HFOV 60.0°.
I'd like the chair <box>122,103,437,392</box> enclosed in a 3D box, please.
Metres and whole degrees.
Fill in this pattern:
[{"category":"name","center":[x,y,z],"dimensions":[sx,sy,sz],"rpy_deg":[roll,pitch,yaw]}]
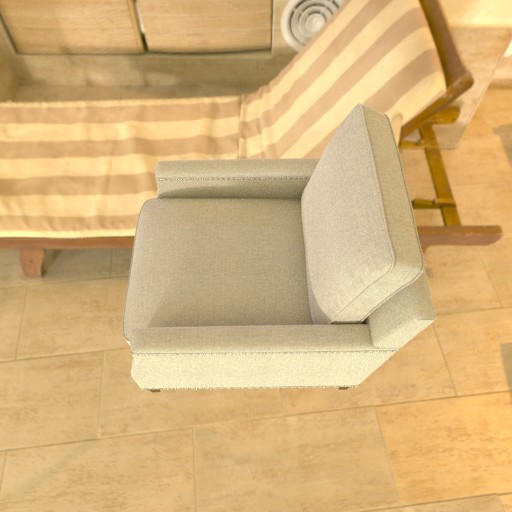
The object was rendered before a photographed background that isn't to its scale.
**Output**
[{"category":"chair","center":[0.000,0.000,1.740],"dimensions":[1.014,0.943,0.853],"rpy_deg":[-1,58,0]}]
